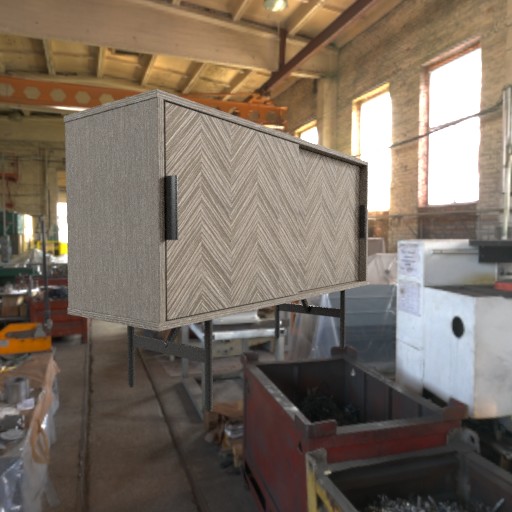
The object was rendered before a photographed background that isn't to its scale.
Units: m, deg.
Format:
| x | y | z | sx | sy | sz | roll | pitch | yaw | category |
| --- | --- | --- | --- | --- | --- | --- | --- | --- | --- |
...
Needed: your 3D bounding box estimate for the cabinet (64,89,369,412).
| x | y | z | sx | sy | sz | roll | pitch | yaw | category |
| --- | --- | --- | --- | --- | --- | --- | --- | --- | --- |
| 0.000 | 0.000 | 1.570 | 0.405 | 0.787 | 1.194 | 2 | 3 | 36 | cabinet |
